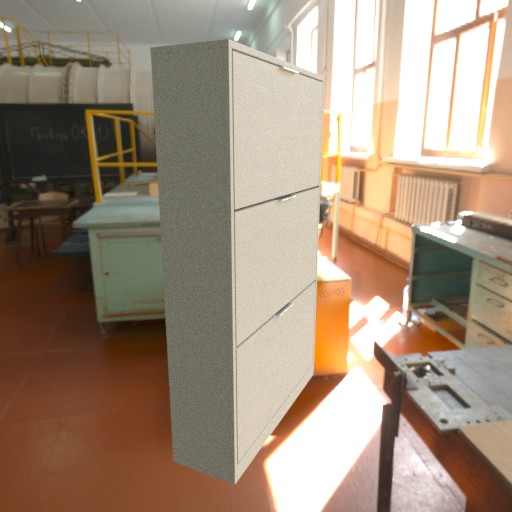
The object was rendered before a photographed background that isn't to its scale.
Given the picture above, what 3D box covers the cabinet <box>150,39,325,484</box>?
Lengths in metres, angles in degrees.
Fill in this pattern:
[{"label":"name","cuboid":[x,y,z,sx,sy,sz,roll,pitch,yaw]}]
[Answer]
[{"label":"cabinet","cuboid":[0.000,0.000,1.598,0.250,1.280,0.750,7,16,25]}]
